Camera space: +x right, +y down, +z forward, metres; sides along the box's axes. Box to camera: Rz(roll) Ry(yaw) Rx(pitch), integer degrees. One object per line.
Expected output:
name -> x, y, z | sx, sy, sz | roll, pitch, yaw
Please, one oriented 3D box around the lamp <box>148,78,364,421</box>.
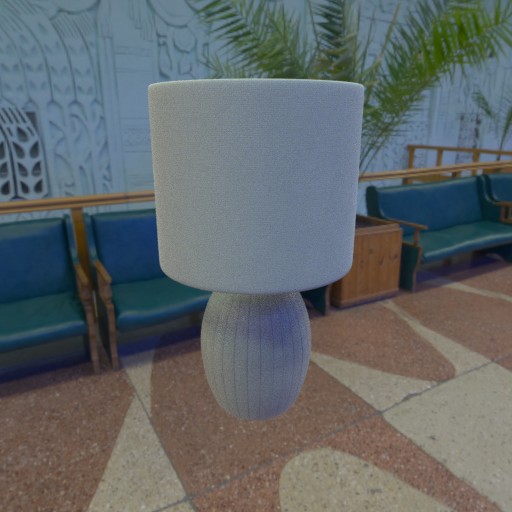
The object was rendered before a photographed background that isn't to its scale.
lamp -> 0.000, 0.000, 0.769 | 0.328, 0.570, 0.328 | 0, 18, 0
